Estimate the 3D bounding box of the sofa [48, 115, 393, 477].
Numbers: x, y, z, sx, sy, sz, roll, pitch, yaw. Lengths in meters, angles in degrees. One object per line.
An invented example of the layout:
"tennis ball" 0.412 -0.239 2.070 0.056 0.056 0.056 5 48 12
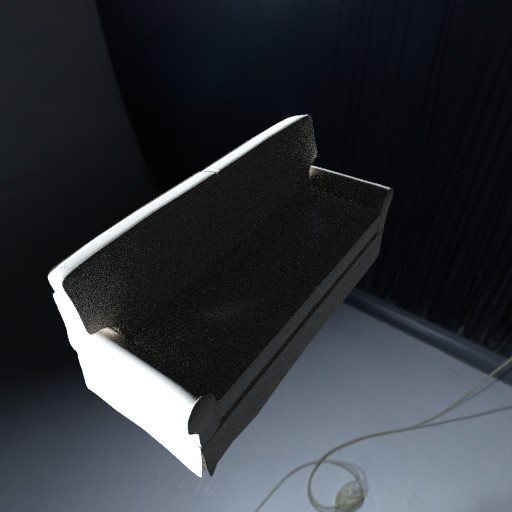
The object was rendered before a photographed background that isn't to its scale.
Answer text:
"sofa" 0.000 0.000 2.513 0.862 0.937 2.021 25 47 26
